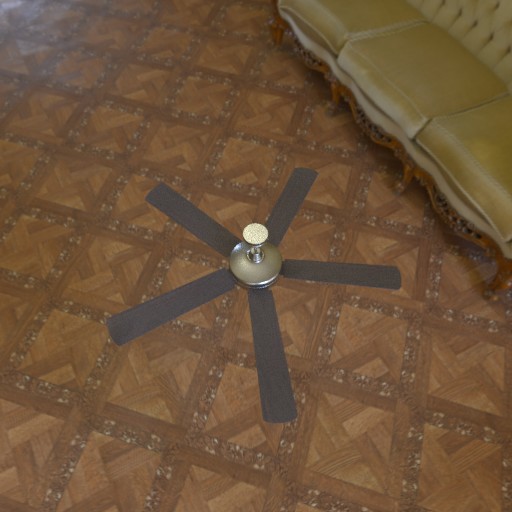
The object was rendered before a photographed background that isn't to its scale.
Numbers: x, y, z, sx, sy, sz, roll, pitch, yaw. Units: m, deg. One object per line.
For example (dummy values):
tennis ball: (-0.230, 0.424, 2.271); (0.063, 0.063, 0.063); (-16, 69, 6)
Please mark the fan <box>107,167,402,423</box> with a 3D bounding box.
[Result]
fan: (0.000, 0.000, 1.993); (1.321, 0.356, 1.321); (13, 59, 8)
